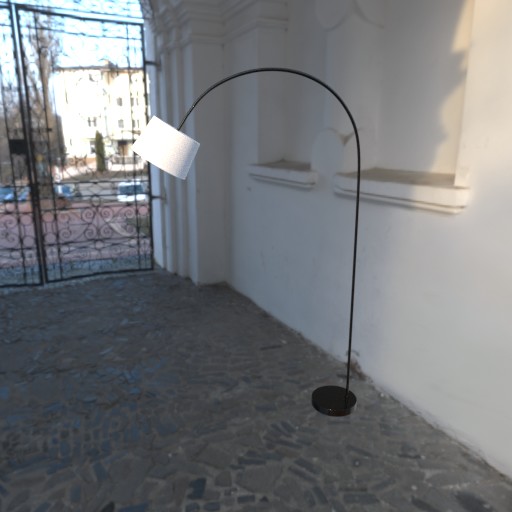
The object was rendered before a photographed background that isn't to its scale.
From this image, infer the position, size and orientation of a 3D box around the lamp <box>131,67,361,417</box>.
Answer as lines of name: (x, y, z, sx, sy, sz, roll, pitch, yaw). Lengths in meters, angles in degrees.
lamp: (0.000, 0.000, 2.658, 1.363, 2.104, 0.331, -2, 15, -8)
